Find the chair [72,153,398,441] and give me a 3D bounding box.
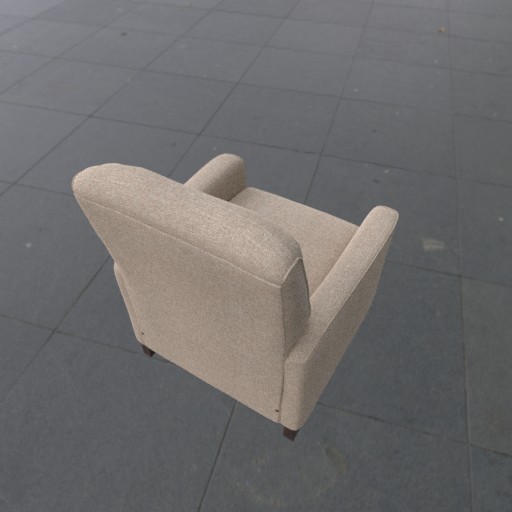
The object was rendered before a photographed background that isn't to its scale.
[{"bbox_3d":[0.000,0.000,1.664,0.841,1.028,0.858,23,50,21],"label":"chair"}]
